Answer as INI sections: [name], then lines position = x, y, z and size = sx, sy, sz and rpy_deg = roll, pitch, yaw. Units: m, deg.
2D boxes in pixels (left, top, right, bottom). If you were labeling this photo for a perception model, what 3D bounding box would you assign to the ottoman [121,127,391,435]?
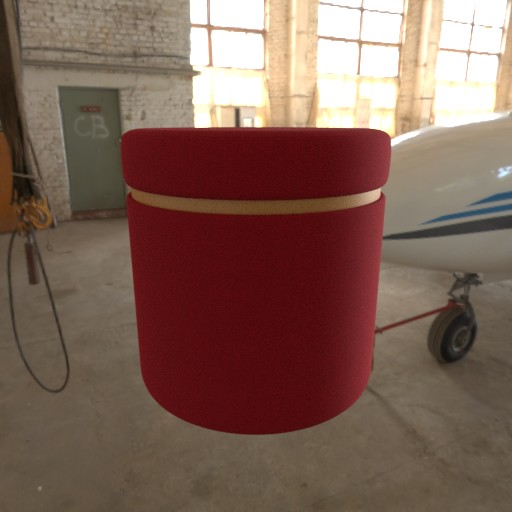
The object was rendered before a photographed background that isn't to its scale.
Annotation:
[ottoman]
position = 0.000, 0.000, 0.732
size = 0.400, 0.406, 0.400
rpy_deg = 0, 17, 0
